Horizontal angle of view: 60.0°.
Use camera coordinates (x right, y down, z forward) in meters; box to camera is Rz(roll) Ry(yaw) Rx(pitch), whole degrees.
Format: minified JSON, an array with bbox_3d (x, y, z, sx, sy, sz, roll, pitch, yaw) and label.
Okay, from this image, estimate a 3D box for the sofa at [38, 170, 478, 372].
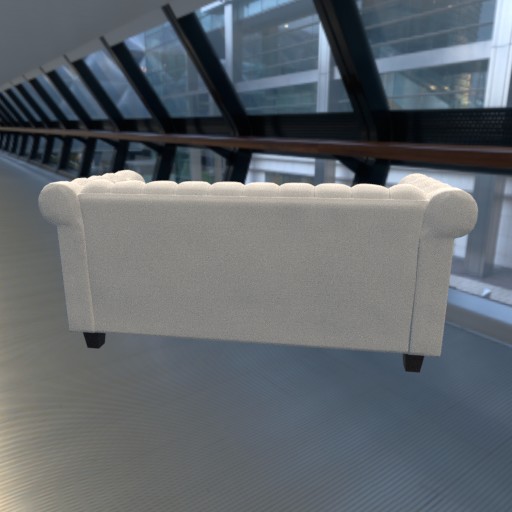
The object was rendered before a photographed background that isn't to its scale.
[{"bbox_3d":[0.000,0.000,2.223,1.798,0.796,0.771,2,15,8],"label":"sofa"}]
